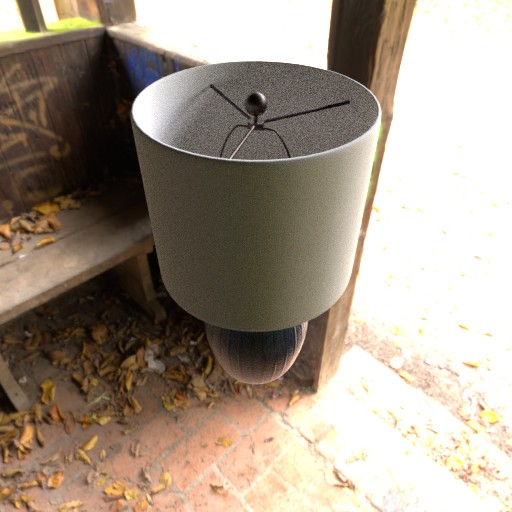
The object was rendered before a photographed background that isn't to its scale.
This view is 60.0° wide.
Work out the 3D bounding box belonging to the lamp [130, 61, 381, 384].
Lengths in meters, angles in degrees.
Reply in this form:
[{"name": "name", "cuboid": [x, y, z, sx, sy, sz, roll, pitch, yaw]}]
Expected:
[{"name": "lamp", "cuboid": [0.000, 0.000, 0.770, 0.329, 0.570, 0.329, 12, 43, 13]}]
